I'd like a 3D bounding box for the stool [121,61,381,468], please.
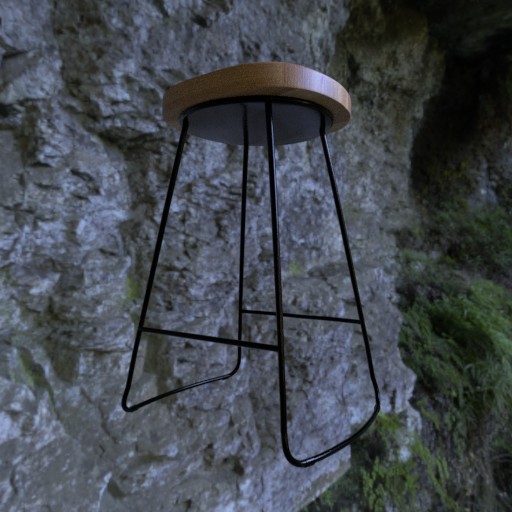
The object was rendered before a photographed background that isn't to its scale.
[{"bbox_3d":[0.000,0.000,0.966,0.480,0.679,0.401,0,0,36],"label":"stool"}]
